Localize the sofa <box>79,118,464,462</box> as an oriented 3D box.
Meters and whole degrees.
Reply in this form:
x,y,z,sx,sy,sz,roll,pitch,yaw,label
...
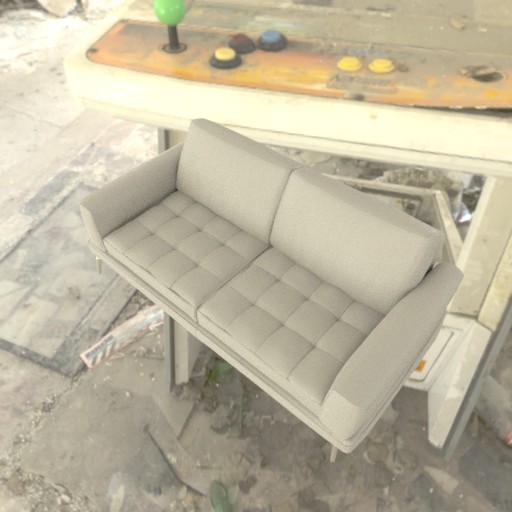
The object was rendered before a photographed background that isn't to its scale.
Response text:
x,y,z,sx,sy,sz,roll,pitch,yaw,label
0.000,0.000,2.721,2.177,0.930,1.121,32,55,27,sofa
